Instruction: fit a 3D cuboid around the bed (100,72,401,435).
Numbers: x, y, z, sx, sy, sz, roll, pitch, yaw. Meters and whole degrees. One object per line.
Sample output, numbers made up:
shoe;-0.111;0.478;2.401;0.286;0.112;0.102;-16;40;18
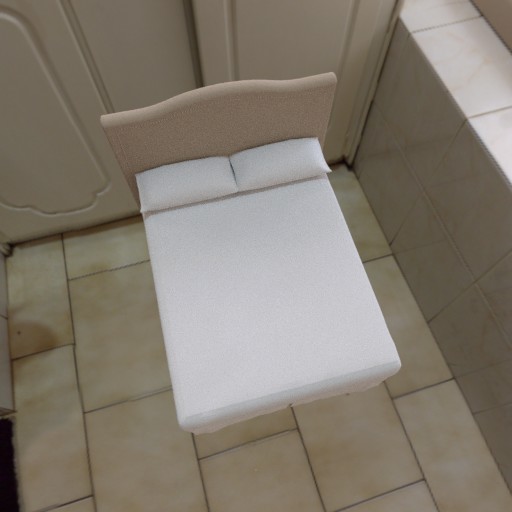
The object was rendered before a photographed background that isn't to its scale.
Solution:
bed;0.000;0.000;3.213;1.678;1.398;2.052;-13;65;-6
